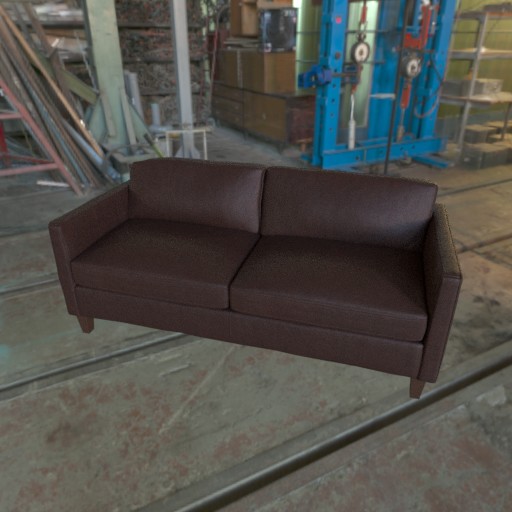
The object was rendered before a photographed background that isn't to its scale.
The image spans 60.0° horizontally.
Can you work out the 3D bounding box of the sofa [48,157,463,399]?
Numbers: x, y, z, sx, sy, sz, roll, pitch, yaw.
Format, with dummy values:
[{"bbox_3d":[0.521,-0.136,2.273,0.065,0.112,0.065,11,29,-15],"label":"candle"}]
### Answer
[{"bbox_3d":[0.000,0.000,2.451,1.971,0.863,0.923,8,28,15],"label":"sofa"}]
